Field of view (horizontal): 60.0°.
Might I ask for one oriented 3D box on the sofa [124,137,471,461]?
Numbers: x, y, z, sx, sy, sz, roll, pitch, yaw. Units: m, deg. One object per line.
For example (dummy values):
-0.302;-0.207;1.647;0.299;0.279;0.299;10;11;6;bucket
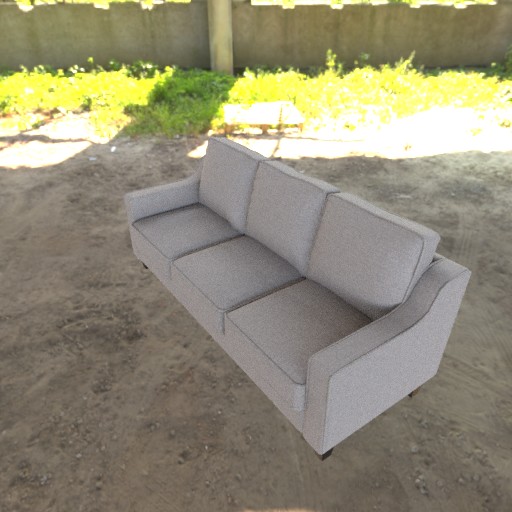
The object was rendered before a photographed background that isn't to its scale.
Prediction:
0.000;0.000;2.674;0.899;0.950;2.129;-20;37;-30;sofa
